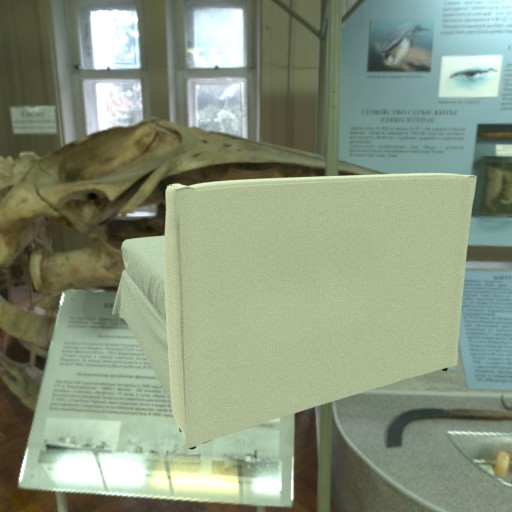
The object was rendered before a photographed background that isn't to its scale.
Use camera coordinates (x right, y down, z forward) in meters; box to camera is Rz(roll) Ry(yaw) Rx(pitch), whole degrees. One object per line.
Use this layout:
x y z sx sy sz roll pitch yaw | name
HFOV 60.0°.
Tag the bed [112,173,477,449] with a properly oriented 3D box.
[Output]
0.000 0.000 3.411 1.925 1.332 2.276 -7 15 -26 | bed
